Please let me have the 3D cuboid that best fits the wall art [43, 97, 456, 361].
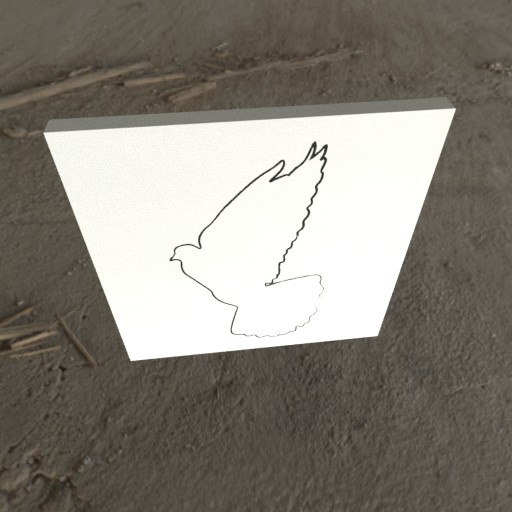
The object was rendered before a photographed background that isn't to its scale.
[{"bbox_3d":[0.000,0.000,0.882,0.610,0.610,0.038,-5,46,-5],"label":"wall art"}]
